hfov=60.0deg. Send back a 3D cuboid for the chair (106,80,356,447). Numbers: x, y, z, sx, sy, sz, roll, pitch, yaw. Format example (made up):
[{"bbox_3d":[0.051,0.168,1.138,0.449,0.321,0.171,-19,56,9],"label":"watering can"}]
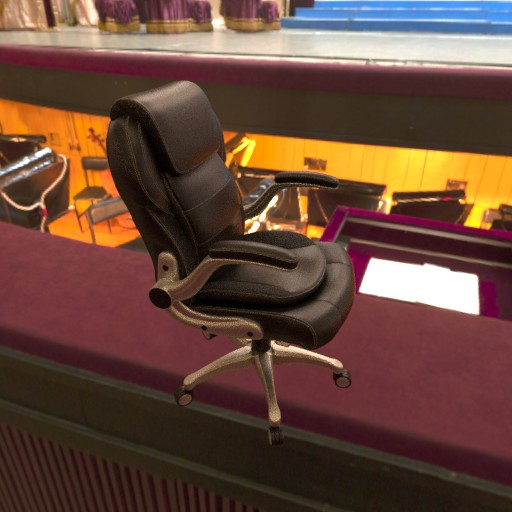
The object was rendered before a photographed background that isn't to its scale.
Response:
[{"bbox_3d":[0.000,0.000,1.629,0.801,1.141,0.724,10,31,16],"label":"chair"}]
